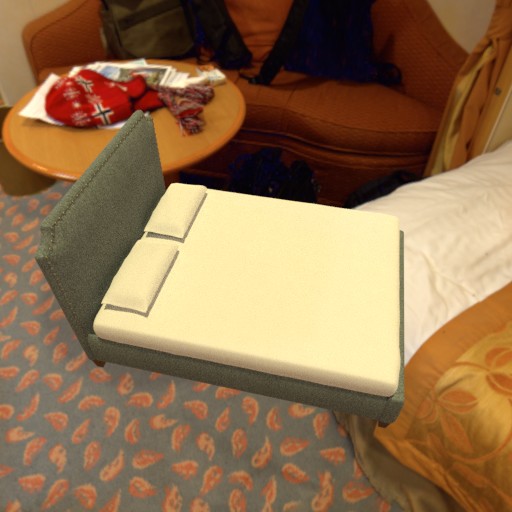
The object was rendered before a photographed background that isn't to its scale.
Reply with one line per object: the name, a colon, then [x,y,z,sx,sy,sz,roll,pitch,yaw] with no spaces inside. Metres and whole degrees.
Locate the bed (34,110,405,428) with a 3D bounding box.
bed: [0.000,0.000,3.432,2.372,1.443,1.712,9,47,9]
